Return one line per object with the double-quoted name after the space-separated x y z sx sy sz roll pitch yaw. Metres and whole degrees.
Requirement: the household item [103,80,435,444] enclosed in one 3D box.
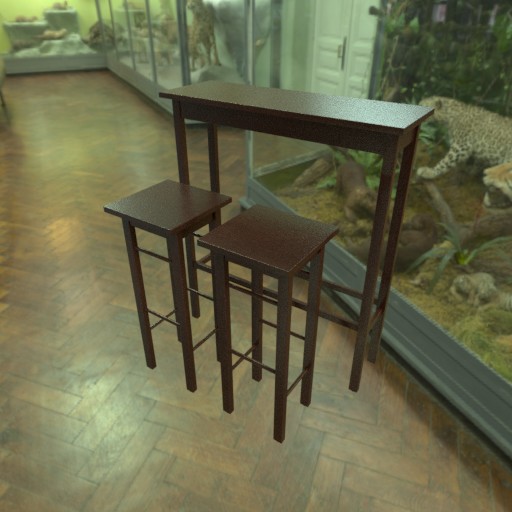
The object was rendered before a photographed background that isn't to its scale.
0.000 0.000 1.658 0.914 1.067 0.676 19 36 29 "household item"
